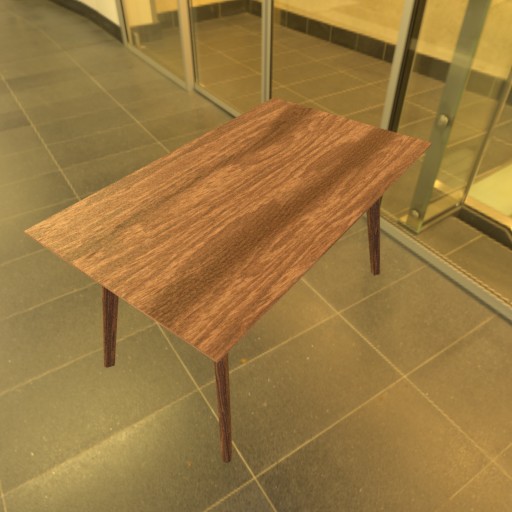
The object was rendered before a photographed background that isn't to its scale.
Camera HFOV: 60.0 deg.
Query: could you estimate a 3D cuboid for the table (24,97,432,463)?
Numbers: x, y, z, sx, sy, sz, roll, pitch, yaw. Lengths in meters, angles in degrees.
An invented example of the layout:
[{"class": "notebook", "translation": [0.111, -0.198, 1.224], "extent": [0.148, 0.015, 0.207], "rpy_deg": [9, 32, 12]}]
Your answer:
[{"class": "table", "translation": [0.000, 0.000, 1.846], "extent": [0.801, 0.724, 1.349], "rpy_deg": [27, 48, 27]}]
